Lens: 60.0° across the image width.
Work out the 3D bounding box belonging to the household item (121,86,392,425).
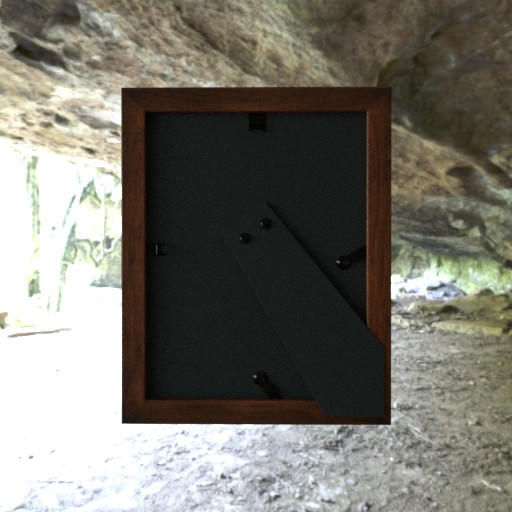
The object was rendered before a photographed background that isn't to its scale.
[{"bbox_3d":[0.000,0.000,0.336,0.200,0.250,0.020,0,0,1],"label":"household item"}]
